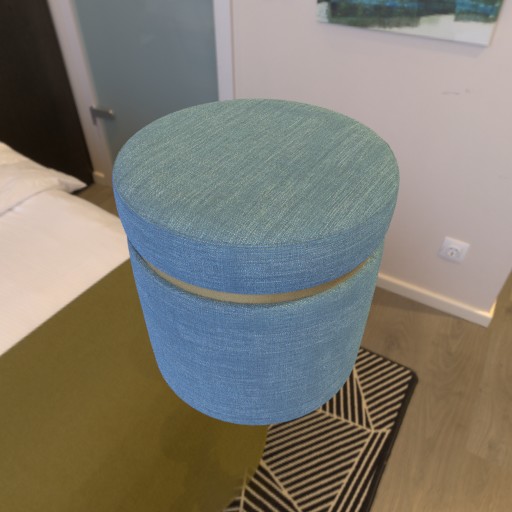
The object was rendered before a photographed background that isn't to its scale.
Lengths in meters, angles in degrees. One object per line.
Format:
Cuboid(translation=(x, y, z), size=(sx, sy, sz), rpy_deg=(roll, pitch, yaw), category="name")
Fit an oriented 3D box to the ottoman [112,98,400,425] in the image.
Cuboid(translation=(0.000, 0.000, 0.742), size=(0.398, 0.406, 0.398), rpy_deg=(0, 42, 0), category="ottoman")
